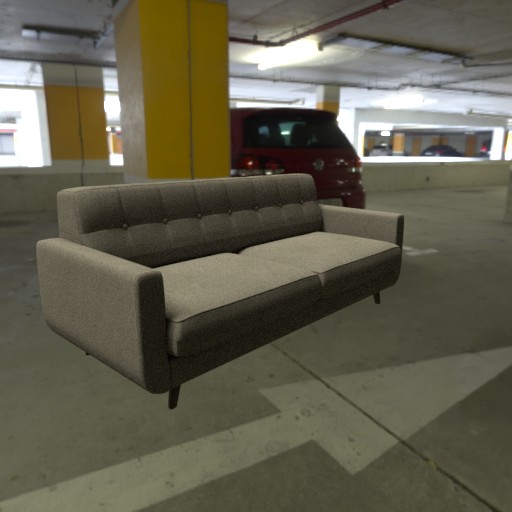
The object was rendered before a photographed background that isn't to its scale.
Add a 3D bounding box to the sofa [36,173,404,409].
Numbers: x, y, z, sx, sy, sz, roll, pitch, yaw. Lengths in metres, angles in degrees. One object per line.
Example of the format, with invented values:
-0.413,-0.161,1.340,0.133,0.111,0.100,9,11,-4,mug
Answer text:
0.000,0.000,2.495,0.909,0.841,2.029,12,18,42,sofa
